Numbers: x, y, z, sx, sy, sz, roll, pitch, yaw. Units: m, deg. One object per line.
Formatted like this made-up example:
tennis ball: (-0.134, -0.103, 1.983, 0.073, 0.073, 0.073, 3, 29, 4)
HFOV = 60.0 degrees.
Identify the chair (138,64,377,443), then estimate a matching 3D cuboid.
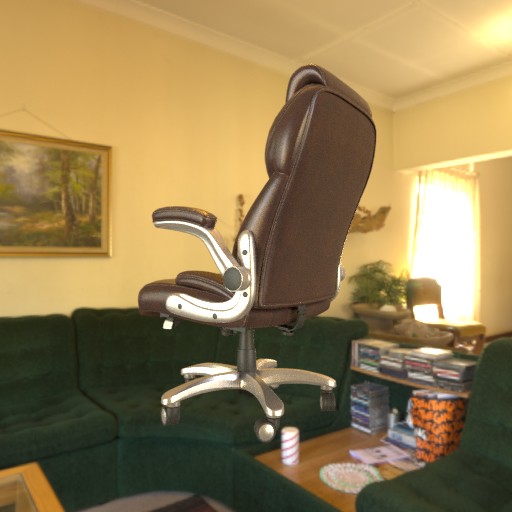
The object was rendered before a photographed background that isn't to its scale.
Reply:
chair: (0.000, 0.000, 1.656, 0.774, 1.160, 0.733, 0, -1, 36)
